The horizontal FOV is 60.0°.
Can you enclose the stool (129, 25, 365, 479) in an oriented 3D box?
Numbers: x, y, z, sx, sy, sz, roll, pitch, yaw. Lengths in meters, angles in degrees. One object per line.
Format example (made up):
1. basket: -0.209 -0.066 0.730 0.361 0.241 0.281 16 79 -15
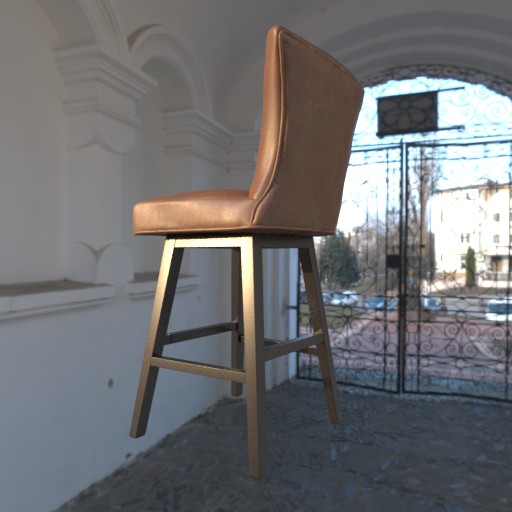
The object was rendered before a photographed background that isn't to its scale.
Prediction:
1. stool: 0.000 0.000 1.379 0.585 1.094 0.522 0 0 36
